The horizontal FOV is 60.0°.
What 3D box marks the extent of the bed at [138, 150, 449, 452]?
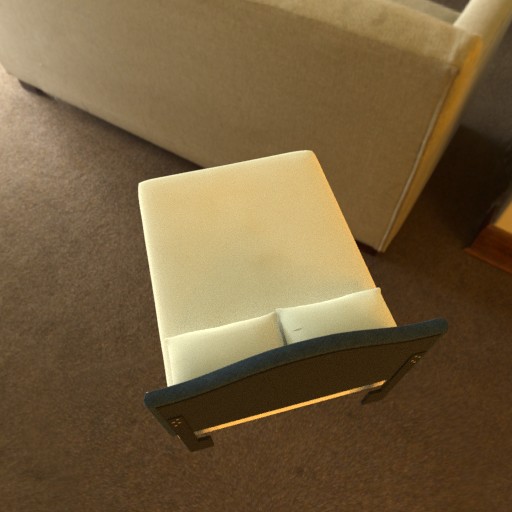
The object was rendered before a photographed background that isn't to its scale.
[{"bbox_3d":[0.000,0.000,3.288,1.713,1.518,2.153,-12,59,-8],"label":"bed"}]
